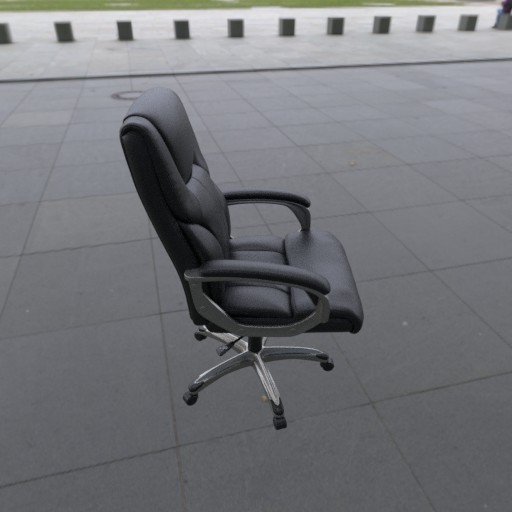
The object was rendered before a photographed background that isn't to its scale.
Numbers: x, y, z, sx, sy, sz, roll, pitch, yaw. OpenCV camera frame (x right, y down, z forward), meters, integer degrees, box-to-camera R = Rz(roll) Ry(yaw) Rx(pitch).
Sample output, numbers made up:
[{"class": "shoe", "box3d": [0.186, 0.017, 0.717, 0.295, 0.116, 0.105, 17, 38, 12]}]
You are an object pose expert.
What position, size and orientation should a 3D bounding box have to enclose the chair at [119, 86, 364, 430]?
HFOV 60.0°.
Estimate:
[{"class": "chair", "box3d": [0.000, 0.000, 1.638, 0.739, 1.155, 0.663, 0, 32, 0]}]
